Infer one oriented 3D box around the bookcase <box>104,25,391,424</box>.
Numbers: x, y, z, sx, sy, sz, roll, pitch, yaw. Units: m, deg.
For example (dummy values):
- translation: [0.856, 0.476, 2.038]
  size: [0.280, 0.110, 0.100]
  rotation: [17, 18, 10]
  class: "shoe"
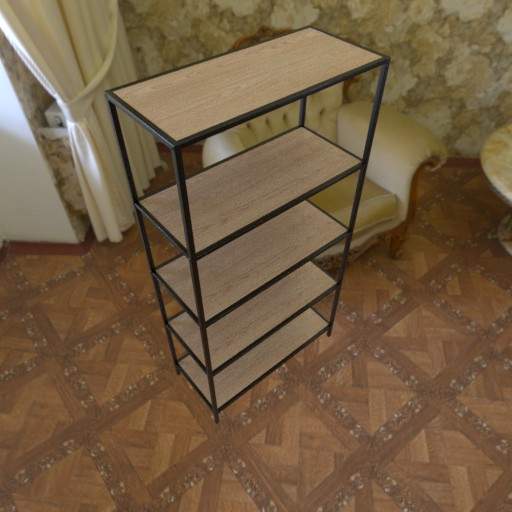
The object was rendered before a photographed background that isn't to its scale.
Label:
- translation: [0.000, 0.000, 1.800]
  size: [0.770, 1.500, 0.350]
  rotation: [-31, 54, -26]
  class: "bookcase"
